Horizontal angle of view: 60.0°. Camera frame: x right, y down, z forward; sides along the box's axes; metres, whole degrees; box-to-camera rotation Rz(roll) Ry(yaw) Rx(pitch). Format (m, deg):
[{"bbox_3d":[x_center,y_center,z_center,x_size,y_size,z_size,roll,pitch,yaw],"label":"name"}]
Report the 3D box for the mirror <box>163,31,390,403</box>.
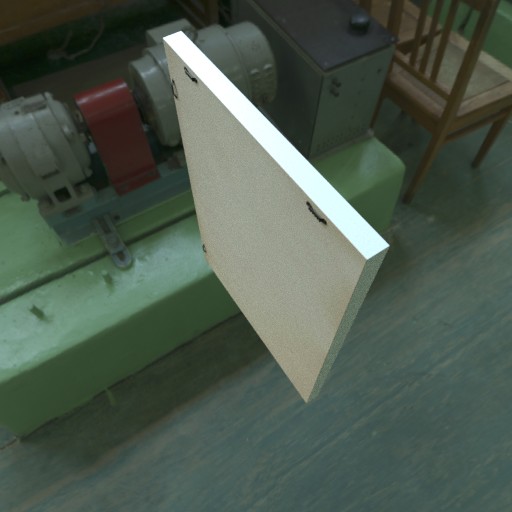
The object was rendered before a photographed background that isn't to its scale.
[{"bbox_3d":[0.000,0.000,0.925,0.040,0.710,0.507,-30,63,-17],"label":"mirror"}]
